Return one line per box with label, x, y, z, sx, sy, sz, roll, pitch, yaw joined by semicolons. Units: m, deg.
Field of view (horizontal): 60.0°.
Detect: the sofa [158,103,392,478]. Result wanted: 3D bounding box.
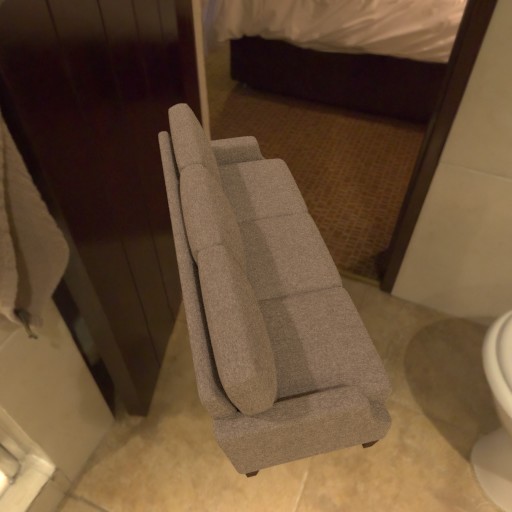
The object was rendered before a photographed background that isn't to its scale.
sofa;0.000;0.000;2.589;0.888;0.984;2.115;-10;48;-9
